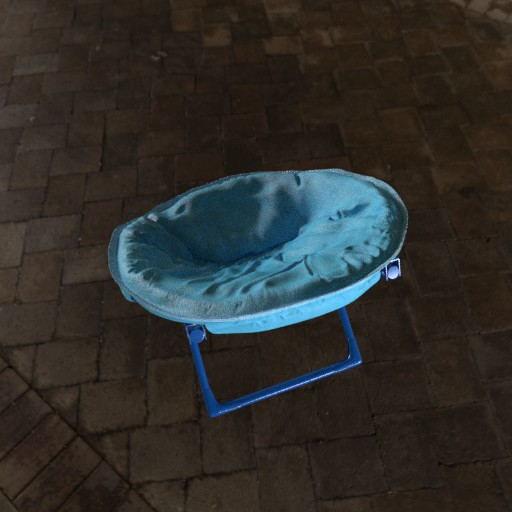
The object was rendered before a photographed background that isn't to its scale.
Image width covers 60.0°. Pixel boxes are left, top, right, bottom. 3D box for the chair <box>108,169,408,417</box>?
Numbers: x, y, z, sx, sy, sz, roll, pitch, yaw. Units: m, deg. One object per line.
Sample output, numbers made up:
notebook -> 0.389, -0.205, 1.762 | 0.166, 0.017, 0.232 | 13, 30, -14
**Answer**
chair -> 0.000, 0.000, 0.889 | 0.520, 0.478, 0.465 | -17, 60, -10
